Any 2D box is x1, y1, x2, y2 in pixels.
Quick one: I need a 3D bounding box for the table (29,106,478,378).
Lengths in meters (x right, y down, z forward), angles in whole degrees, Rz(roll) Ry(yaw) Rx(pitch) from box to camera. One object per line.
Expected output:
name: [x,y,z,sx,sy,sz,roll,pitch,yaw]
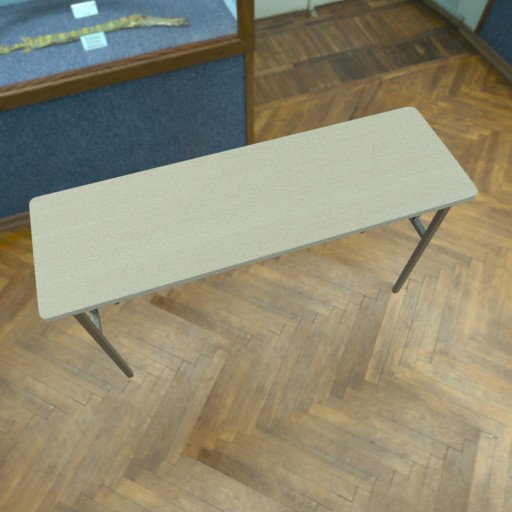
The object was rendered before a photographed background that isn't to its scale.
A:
table: [0.000,0.000,1.754,1.397,0.750,0.446,-16,60,-9]
